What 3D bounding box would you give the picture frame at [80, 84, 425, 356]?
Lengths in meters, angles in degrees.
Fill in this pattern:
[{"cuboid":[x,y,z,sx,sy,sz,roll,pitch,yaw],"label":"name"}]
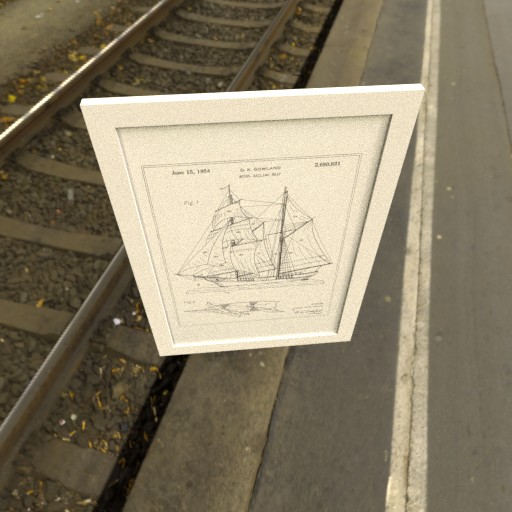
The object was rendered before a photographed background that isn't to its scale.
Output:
[{"cuboid":[0.000,0.000,0.591,0.326,0.459,0.011,-4,48,-3],"label":"picture frame"}]
